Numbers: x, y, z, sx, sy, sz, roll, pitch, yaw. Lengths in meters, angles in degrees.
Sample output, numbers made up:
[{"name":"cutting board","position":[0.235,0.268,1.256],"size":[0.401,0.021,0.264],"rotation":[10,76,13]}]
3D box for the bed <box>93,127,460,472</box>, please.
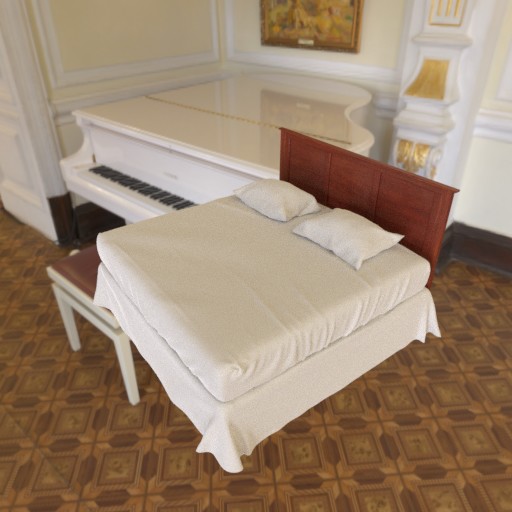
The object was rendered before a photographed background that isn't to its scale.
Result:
[{"name":"bed","position":[0.000,0.000,3.610],"size":[2.219,1.271,2.314],"rotation":[-21,38,-30]}]
